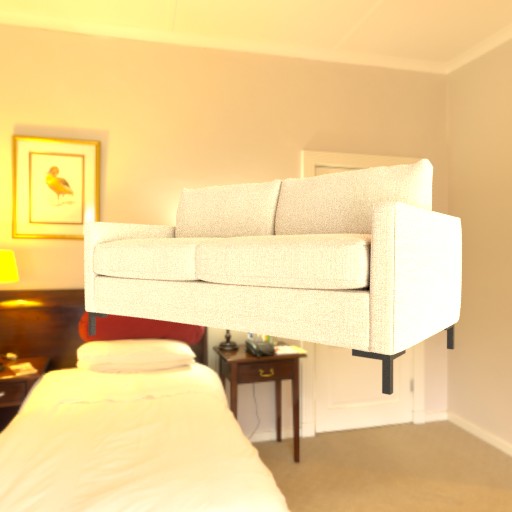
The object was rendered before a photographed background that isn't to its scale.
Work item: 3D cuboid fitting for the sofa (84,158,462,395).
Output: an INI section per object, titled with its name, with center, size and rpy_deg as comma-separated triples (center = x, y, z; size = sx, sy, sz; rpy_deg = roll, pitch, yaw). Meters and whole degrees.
[sofa]
center = 0.000, 0.000, 2.092
size = 1.651, 0.812, 0.839
rpy_deg = 0, 1, 37
